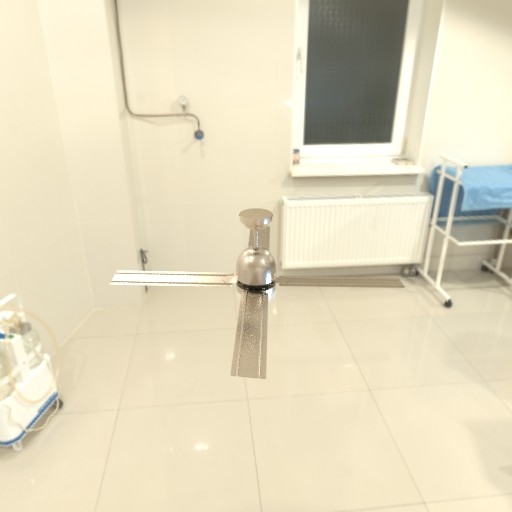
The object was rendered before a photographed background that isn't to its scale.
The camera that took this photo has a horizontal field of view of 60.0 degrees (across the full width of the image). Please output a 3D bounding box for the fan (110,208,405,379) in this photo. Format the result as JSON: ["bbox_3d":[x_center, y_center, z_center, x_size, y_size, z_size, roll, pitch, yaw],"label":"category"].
[{"bbox_3d":[0.000,0.000,2.012,1.346,0.406,1.346,0,25,1],"label":"fan"}]
